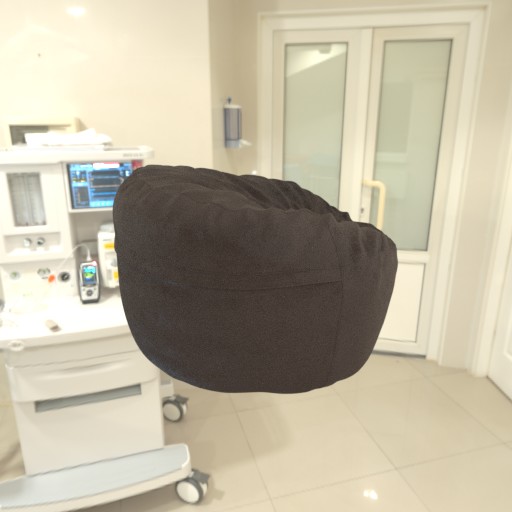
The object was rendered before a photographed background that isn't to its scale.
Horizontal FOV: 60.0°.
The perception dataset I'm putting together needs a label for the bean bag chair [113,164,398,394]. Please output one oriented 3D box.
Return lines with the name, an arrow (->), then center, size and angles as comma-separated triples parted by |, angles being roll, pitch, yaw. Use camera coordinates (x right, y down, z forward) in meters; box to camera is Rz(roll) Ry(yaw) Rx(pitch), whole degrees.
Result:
bean bag chair -> 0.000, 0.000, 2.058 | 1.245, 0.821, 1.245 | 0, 17, 0
